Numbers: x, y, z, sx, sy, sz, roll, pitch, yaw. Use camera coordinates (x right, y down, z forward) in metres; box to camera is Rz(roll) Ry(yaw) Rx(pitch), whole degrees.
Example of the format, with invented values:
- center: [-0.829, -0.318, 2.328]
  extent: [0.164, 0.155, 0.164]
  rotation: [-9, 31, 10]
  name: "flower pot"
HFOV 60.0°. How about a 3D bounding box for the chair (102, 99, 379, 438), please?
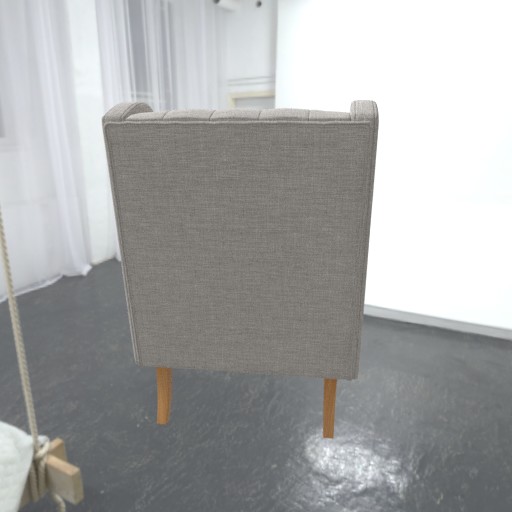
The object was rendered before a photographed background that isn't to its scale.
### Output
- center: [0.000, 0.000, 1.443]
  extent: [0.710, 0.930, 0.760]
  rotation: [2, 16, 7]
  name: "chair"
